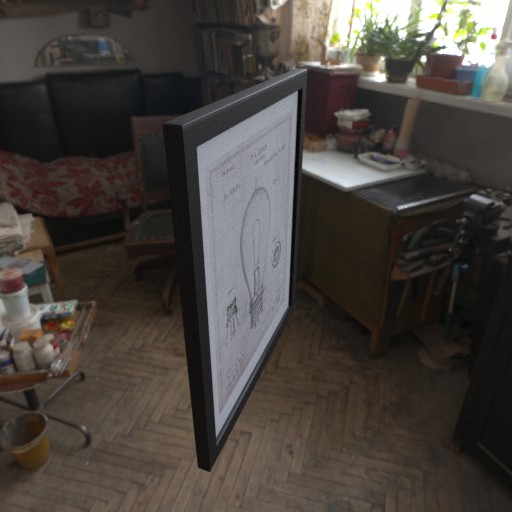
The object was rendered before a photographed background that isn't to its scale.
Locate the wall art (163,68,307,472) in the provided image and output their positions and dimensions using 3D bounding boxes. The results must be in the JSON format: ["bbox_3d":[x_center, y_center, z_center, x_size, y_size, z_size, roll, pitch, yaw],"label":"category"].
[{"bbox_3d":[0.000,0.000,0.711,0.021,0.509,0.430,11,31,18],"label":"wall art"}]
